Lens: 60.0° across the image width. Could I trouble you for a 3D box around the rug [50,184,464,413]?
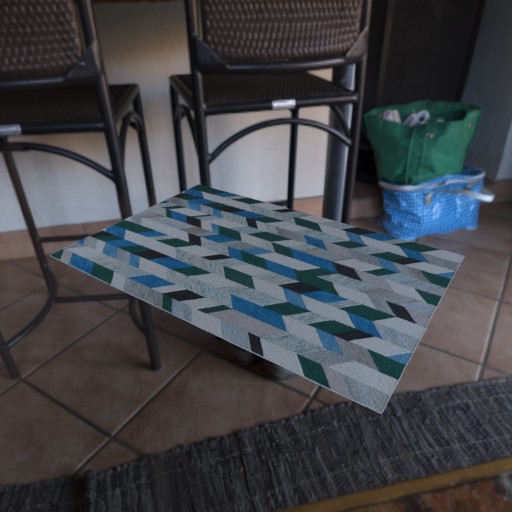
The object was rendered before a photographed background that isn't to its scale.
[{"bbox_3d":[0.000,0.000,2.336,1.827,0.005,1.229,19,36,29],"label":"rug"}]
